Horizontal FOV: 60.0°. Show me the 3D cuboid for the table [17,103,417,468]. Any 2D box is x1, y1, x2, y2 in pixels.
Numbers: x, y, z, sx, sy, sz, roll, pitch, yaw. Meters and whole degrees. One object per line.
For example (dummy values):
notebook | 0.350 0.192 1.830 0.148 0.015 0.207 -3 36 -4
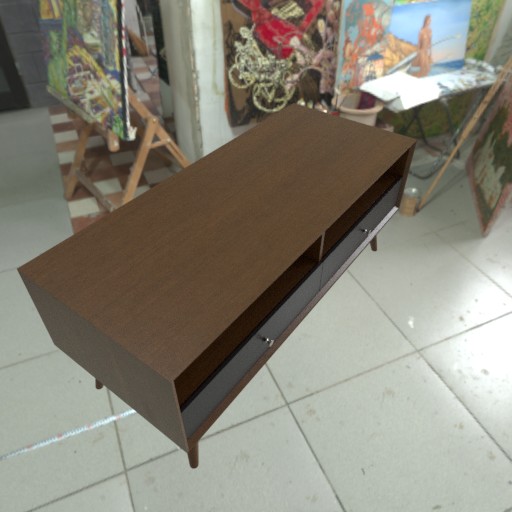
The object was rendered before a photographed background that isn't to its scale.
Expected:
table | 0.000 0.000 1.363 0.490 0.464 1.119 27 48 27
